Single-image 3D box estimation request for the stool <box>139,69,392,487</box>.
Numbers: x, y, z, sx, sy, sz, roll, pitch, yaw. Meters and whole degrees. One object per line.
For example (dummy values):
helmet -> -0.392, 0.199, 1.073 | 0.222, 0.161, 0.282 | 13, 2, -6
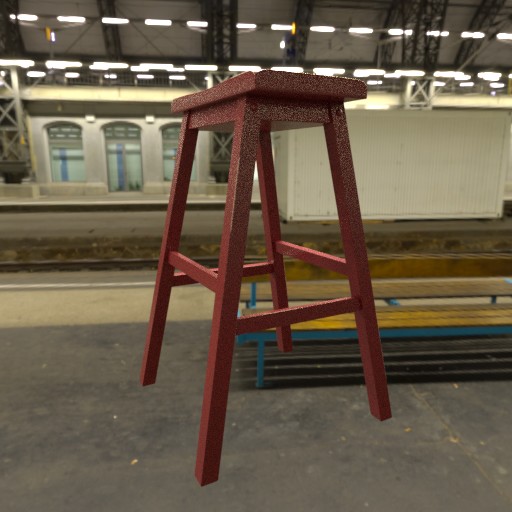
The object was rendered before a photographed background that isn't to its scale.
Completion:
stool -> 0.000, 0.000, 1.045 | 0.476, 0.737, 0.457 | -6, 14, -28
